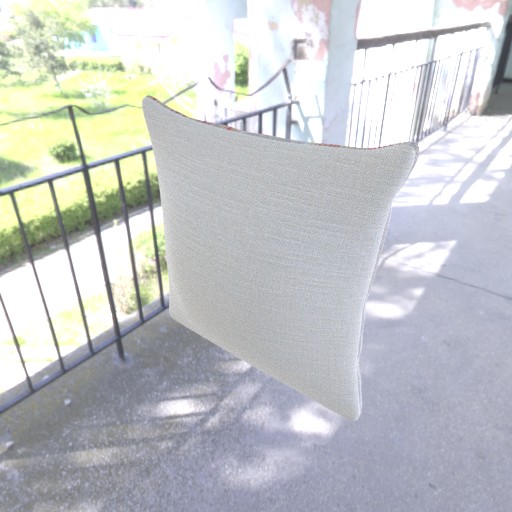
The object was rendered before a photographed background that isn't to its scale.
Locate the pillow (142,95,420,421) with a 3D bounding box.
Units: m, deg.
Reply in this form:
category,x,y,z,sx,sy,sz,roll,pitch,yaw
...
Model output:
category,x,y,z,sx,sy,sz,roll,pitch,yaw
pillow,0.000,0.000,0.708,0.451,0.449,0.191,22,37,32
